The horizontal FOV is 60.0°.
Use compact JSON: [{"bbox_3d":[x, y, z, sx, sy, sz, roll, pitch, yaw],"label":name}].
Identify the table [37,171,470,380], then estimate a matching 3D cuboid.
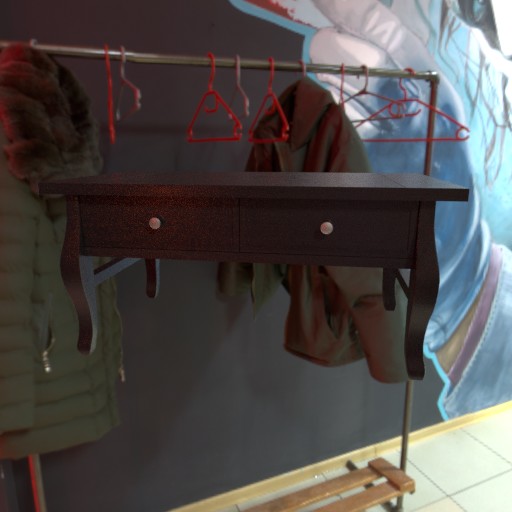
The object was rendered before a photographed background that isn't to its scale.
[{"bbox_3d":[0.000,0.000,1.412,1.062,0.494,0.600,2,14,9],"label":"table"}]
